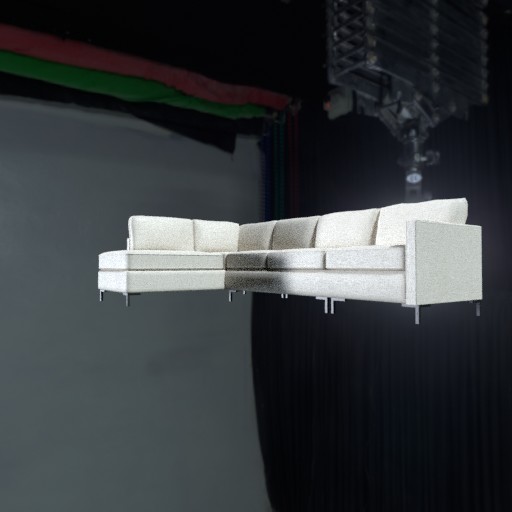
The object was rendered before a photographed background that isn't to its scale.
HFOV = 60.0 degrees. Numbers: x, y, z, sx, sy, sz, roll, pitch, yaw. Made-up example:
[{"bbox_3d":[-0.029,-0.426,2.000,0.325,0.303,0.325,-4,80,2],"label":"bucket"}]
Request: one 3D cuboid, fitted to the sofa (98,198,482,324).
[{"bbox_3d":[0.000,0.000,4.343,2.048,0.996,3.384,1,-1,-36],"label":"sofa"}]
